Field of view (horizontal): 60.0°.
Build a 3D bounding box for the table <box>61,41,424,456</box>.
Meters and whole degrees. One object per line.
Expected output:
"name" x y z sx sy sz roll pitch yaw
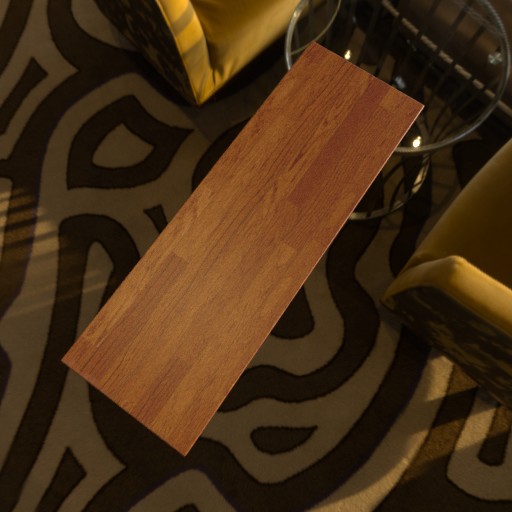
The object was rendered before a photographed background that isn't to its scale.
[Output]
"table" 0.000 0.000 1.610 0.408 0.740 1.204 34 78 8
